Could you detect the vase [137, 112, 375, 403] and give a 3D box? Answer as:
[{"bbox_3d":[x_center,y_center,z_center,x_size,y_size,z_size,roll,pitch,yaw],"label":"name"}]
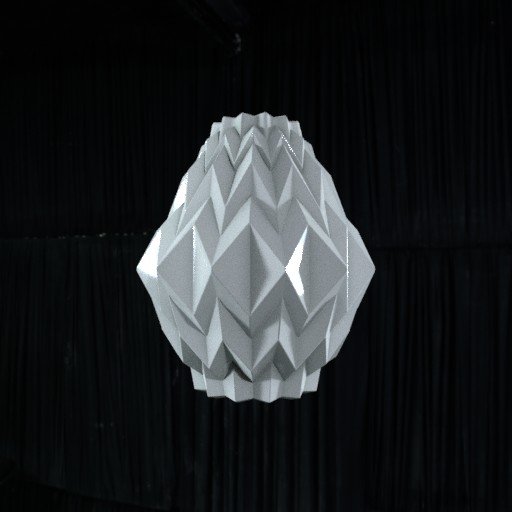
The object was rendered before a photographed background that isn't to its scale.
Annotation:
[{"bbox_3d":[0.000,0.000,0.314,0.164,0.185,0.164,0,-1,0],"label":"vase"}]
